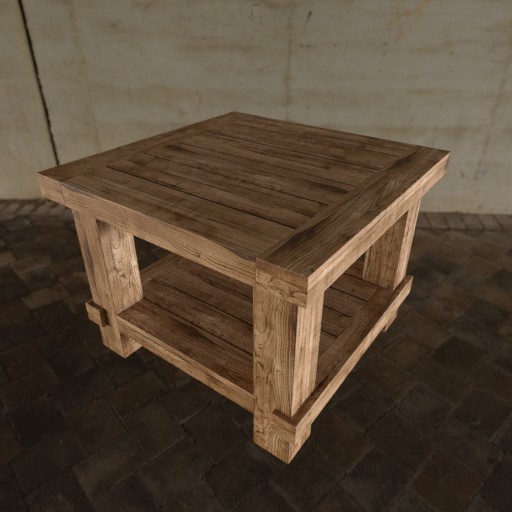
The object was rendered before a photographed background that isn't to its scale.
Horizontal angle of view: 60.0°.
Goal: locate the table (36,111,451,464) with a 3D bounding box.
[{"bbox_3d":[0.000,0.000,1.031,0.610,0.457,0.610,21,37,30],"label":"table"}]
